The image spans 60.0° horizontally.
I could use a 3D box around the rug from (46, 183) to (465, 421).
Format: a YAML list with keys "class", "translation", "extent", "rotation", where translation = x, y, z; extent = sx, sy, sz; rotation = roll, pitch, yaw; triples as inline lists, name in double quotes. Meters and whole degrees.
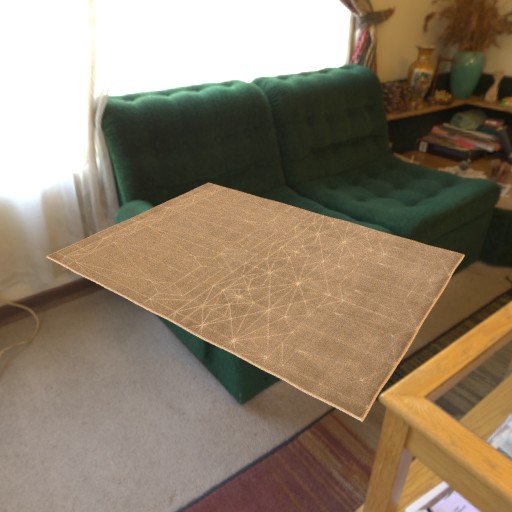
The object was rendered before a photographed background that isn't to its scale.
- class: "rug"
  translation: [0.000, 0.000, 4.383]
  extent: [3.357, 0.019, 2.449]
  rotation: [20, 36, 30]
